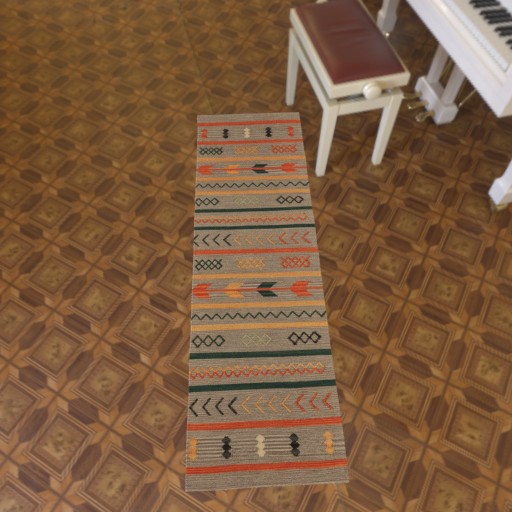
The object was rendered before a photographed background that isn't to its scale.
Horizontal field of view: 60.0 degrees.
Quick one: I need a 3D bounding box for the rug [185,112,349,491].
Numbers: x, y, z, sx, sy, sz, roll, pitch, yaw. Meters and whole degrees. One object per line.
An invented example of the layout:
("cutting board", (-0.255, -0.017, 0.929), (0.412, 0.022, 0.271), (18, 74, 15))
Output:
("rug", (0.000, 0.000, 2.606), (0.744, 0.022, 2.419), (-2, 59, -1))
